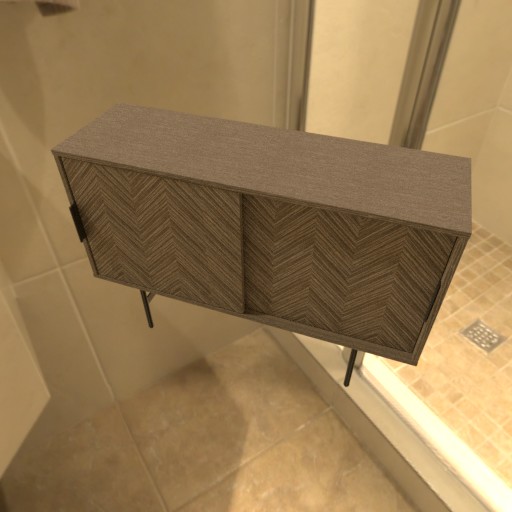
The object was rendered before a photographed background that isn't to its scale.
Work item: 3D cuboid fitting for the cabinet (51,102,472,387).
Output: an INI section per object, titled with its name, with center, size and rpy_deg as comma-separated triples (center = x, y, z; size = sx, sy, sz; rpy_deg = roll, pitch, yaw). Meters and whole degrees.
[cabinet]
center = 0.000, 0.000, 1.567
size = 1.194, 0.787, 0.405
rpy_deg = 13, 43, 15
